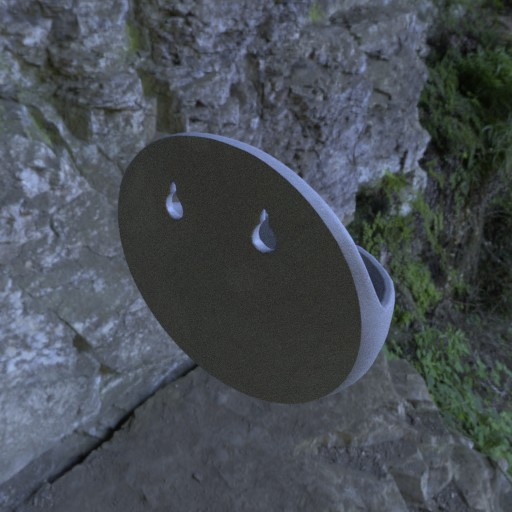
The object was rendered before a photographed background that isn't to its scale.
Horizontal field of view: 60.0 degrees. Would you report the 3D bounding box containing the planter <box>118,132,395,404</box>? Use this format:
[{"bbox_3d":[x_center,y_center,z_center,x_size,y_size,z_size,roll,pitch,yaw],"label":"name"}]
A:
[{"bbox_3d":[0.000,0.000,0.278,0.190,0.164,0.073,21,36,32],"label":"planter"}]
